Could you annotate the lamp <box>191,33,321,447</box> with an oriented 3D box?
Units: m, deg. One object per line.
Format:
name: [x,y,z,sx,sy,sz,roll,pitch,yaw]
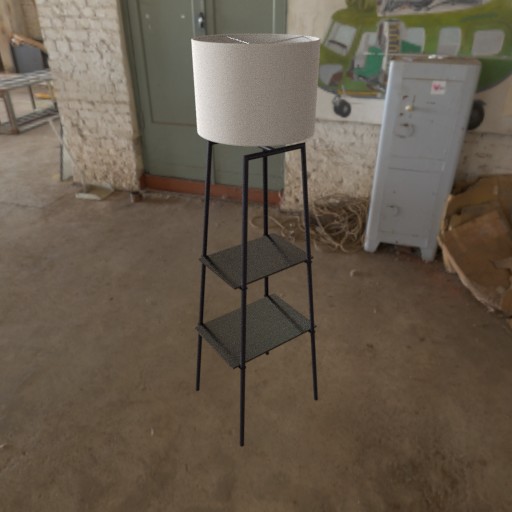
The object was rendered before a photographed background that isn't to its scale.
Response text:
lamp: [0.000,0.000,1.667,0.427,1.474,0.384,-20,36,-31]
